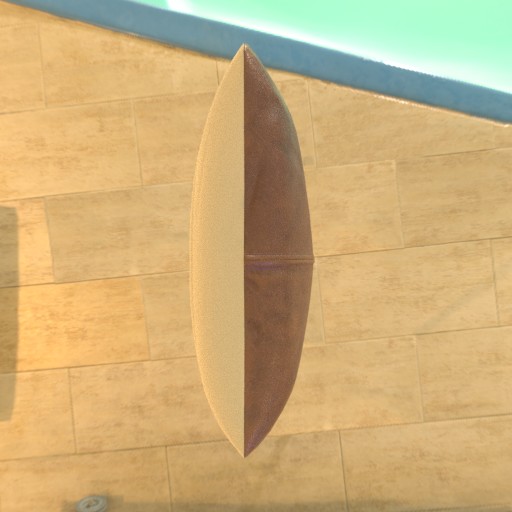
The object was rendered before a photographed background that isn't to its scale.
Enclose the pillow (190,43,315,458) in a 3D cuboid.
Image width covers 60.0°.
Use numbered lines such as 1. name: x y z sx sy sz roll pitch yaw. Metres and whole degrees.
1. pillow: 0.000 0.000 0.727 0.192 0.470 0.484 0 90 1
